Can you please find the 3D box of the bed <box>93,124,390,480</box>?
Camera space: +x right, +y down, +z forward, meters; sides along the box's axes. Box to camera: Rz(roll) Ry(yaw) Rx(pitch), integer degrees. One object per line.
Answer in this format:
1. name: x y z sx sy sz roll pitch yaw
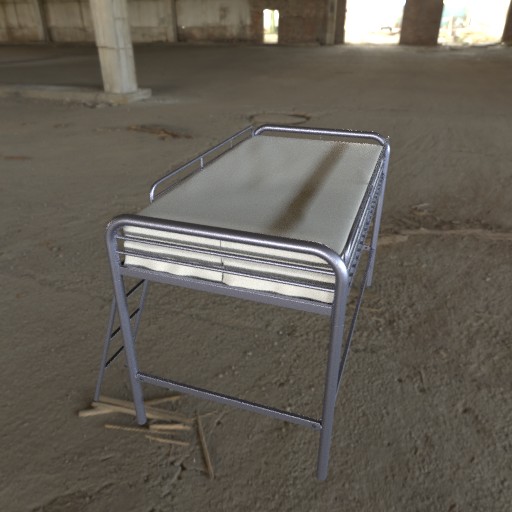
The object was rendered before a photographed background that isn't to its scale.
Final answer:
1. bed: 0.000 0.000 2.906 1.415 1.288 1.965 9 30 17
